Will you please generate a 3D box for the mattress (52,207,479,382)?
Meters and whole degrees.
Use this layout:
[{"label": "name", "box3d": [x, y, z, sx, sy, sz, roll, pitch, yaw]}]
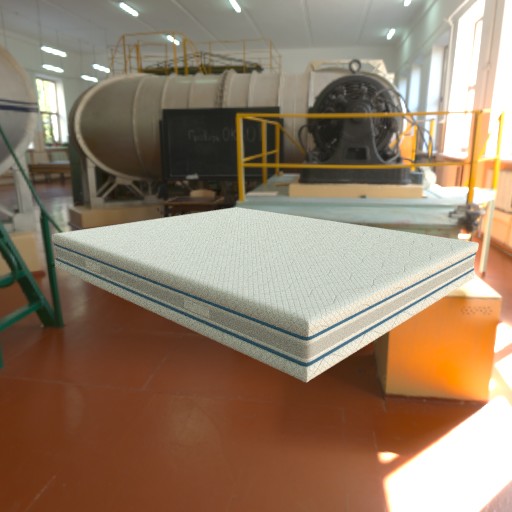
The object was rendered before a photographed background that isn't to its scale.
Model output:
[{"label": "mattress", "box3d": [0.000, 0.000, 2.667, 2.000, 0.230, 1.600, 14, 20, 42]}]
